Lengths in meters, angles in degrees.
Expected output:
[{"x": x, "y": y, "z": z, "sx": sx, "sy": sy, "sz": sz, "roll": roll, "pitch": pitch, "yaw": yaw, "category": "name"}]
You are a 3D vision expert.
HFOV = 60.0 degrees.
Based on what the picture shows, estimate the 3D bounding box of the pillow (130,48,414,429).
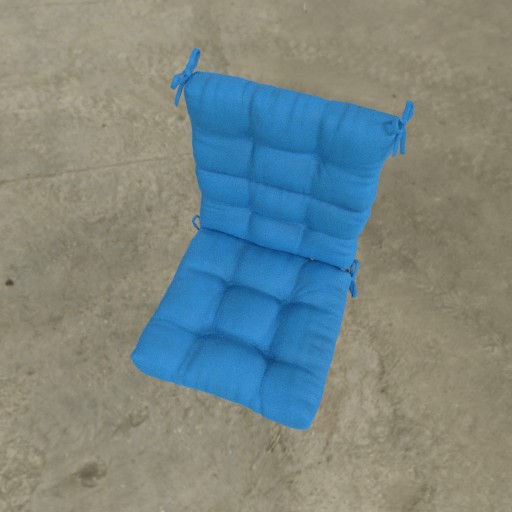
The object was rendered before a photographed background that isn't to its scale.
[{"x": 0.000, "y": 0.000, "z": 1.018, "sx": 0.519, "sy": 0.605, "sz": 0.571, "roll": 17, "pitch": 61, "yaw": 10, "category": "pillow"}]
